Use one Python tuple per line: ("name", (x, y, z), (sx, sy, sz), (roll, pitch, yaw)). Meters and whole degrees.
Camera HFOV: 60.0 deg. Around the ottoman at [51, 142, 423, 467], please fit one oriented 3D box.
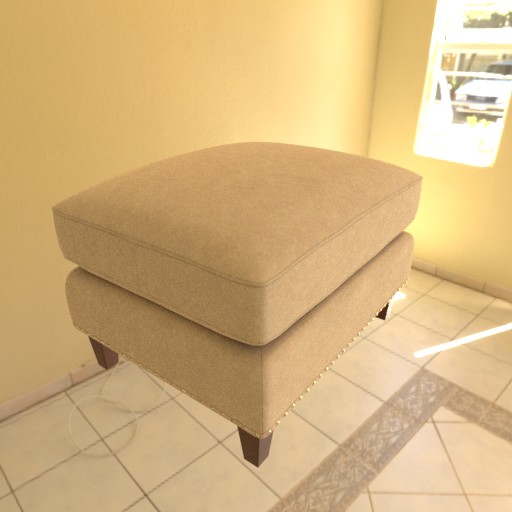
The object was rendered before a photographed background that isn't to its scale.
("ottoman", (0.000, 0.000, 1.134), (0.584, 0.513, 0.741), (18, 31, 33))
